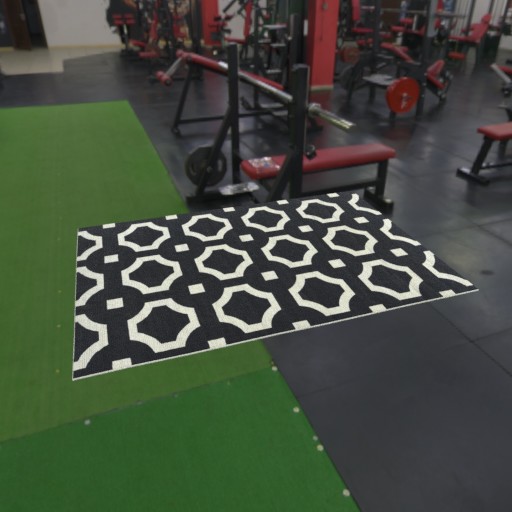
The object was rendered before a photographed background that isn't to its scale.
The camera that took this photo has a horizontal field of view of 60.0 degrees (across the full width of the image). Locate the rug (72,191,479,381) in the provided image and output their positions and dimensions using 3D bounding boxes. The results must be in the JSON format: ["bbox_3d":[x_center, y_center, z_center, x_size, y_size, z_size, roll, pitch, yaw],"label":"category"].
[{"bbox_3d":[0.000,0.000,2.968,2.286,0.016,1.555,-10,33,-15],"label":"rug"}]
